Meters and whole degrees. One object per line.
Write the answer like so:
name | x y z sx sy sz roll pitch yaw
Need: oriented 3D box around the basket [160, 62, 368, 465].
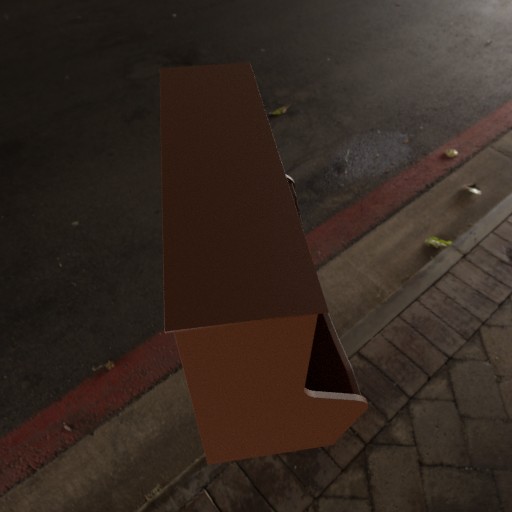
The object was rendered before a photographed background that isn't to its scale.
basket | 0.000 0.000 1.122 0.376 0.625 0.792 -6 49 -6
